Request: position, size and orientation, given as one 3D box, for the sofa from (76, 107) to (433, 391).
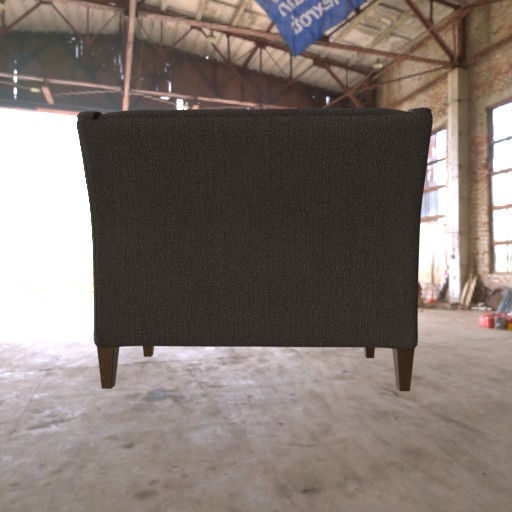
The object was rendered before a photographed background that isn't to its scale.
[{"bbox_3d":[0.000,0.000,1.918,1.242,1.022,0.873,0,-1,2],"label":"sofa"}]
